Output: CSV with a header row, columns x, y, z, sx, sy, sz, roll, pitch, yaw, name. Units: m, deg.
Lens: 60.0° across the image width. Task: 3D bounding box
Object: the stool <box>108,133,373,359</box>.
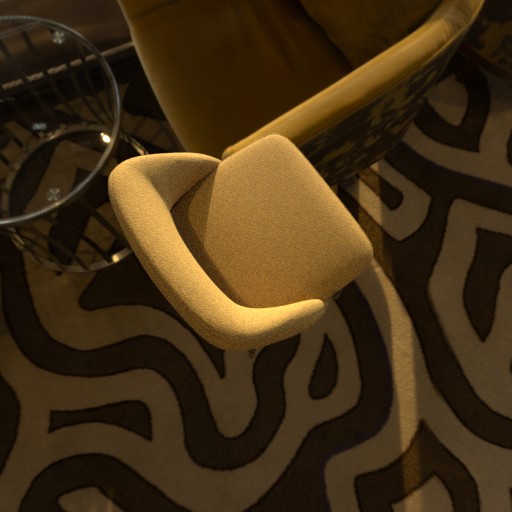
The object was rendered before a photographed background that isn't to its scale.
x,y,z,sx,sy,sz,roll,pitch,yaw,name
0.000,0.000,1.349,0.522,1.032,0.536,-34,78,-8,stool
